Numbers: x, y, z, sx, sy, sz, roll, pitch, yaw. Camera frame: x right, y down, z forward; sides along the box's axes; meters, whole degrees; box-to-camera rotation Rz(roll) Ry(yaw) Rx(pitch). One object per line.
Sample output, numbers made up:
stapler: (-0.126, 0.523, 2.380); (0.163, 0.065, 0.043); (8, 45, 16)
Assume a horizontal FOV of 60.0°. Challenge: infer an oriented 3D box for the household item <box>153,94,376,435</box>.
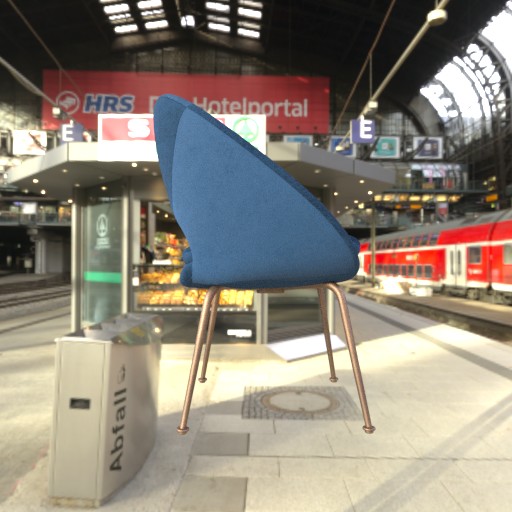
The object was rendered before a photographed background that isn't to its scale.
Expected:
household item: (0.000, 0.000, 1.280); (0.573, 0.852, 0.623); (0, -1, -1)
